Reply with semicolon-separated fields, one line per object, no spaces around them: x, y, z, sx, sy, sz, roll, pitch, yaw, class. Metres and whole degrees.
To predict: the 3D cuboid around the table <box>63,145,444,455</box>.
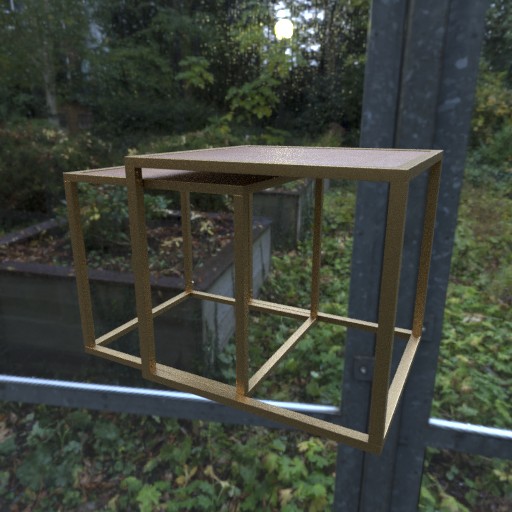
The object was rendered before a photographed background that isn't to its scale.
0.000;0.000;1.097;0.762;0.505;0.505;8;19;26;table
